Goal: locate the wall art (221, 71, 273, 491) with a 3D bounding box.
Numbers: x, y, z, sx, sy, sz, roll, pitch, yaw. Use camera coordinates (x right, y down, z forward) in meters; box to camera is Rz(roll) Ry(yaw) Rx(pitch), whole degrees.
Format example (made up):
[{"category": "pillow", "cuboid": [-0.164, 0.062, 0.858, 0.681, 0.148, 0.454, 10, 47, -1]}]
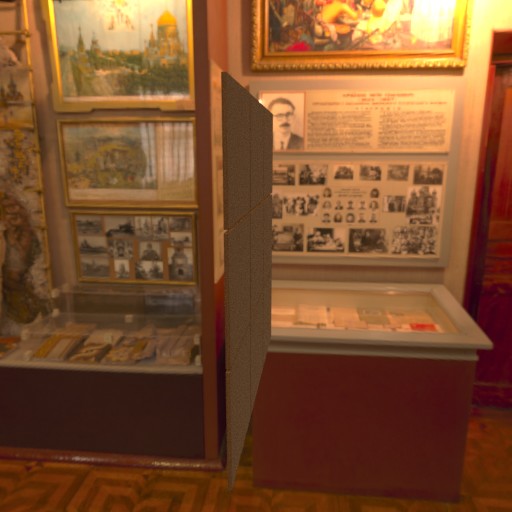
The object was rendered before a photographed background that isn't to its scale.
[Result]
[{"category": "wall art", "cuboid": [0.000, 0.000, 1.375, 0.010, 0.917, 0.919, 2, 13, 7]}]
